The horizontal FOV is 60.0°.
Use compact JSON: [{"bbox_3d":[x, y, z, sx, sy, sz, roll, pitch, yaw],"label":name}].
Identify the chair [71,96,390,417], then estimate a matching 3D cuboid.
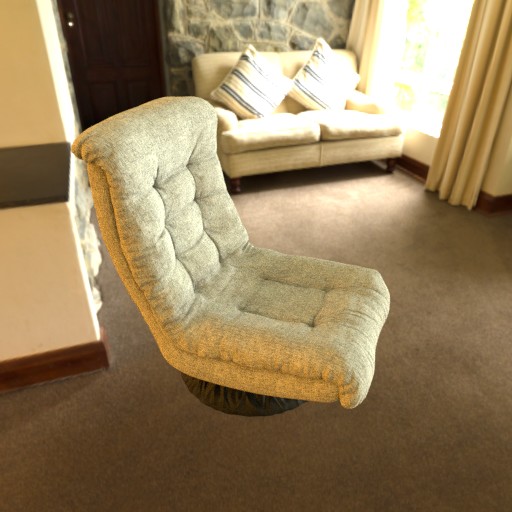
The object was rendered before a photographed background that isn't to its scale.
[{"bbox_3d":[0.000,0.000,0.965,0.583,0.600,0.400,11,32,18],"label":"chair"}]
